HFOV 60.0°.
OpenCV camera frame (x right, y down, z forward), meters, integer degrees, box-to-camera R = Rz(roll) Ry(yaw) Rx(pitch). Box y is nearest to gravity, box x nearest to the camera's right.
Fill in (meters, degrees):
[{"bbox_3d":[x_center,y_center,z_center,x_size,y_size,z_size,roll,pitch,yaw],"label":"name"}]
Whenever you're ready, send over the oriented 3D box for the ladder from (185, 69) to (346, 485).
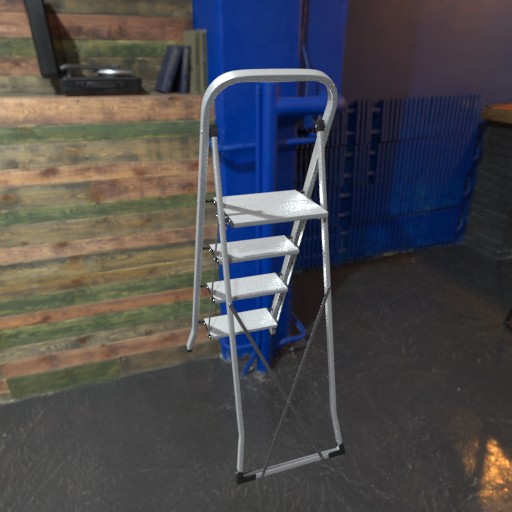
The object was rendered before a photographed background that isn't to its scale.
[{"bbox_3d":[0.000,0.000,1.647,0.465,1.290,0.830,-8,25,-17],"label":"ladder"}]
